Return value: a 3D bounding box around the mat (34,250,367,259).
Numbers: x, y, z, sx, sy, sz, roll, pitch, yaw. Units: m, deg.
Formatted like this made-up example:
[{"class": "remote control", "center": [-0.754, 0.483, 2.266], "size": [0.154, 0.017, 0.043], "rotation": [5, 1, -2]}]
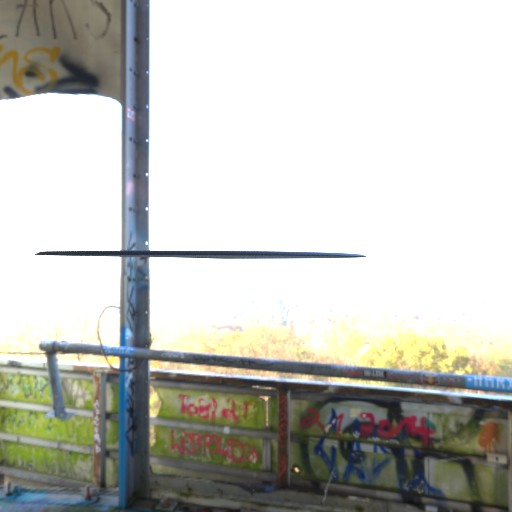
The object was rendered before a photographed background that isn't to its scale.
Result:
[{"class": "mat", "center": [0.000, 0.000, 1.885], "size": [0.917, 0.016, 1.525], "rotation": [0, -1, 19]}]
